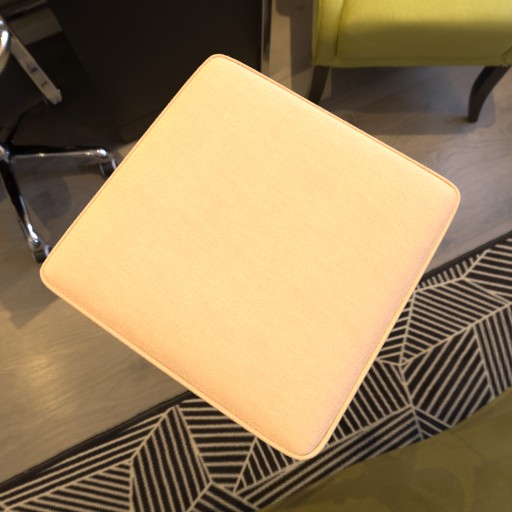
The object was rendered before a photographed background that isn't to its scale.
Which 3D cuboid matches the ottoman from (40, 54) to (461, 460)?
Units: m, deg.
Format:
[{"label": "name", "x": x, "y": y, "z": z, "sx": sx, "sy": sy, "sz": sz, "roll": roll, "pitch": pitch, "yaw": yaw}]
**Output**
[{"label": "ottoman", "x": 0.000, "y": 0.000, "z": 1.015, "sx": 0.616, "sy": 0.438, "sz": 0.613, "roll": 32, "pitch": 78, "yaw": 8}]
